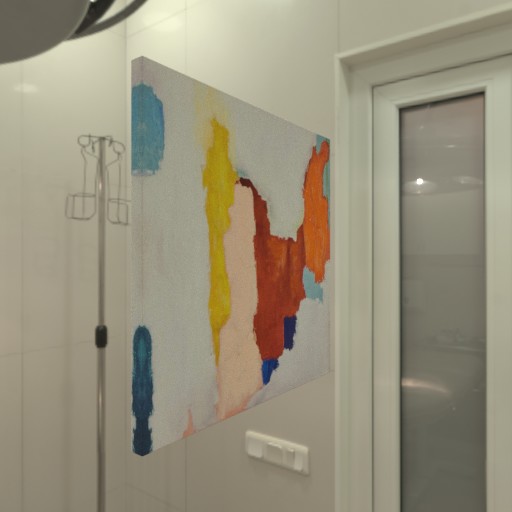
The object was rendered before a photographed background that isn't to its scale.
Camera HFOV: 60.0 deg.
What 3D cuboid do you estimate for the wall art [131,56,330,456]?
[{"bbox_3d":[0.000,0.000,1.233,0.037,0.814,0.814,0,0,37],"label":"wall art"}]
